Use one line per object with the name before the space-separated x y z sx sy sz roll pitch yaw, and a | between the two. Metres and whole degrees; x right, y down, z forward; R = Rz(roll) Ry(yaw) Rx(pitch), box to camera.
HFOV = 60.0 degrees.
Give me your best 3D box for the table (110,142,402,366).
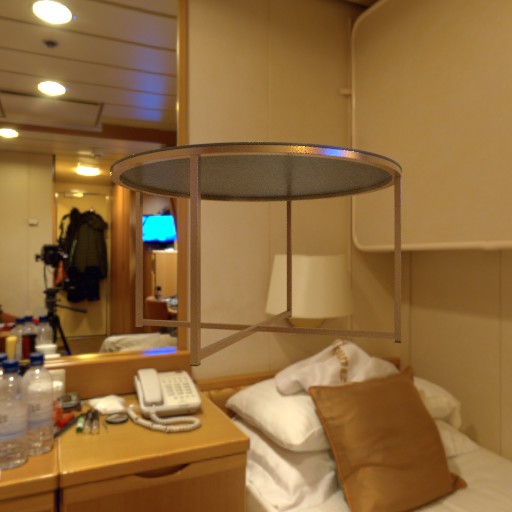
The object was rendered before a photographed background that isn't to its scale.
table | 0.000 0.000 1.278 0.800 0.450 0.800 0 0 0
